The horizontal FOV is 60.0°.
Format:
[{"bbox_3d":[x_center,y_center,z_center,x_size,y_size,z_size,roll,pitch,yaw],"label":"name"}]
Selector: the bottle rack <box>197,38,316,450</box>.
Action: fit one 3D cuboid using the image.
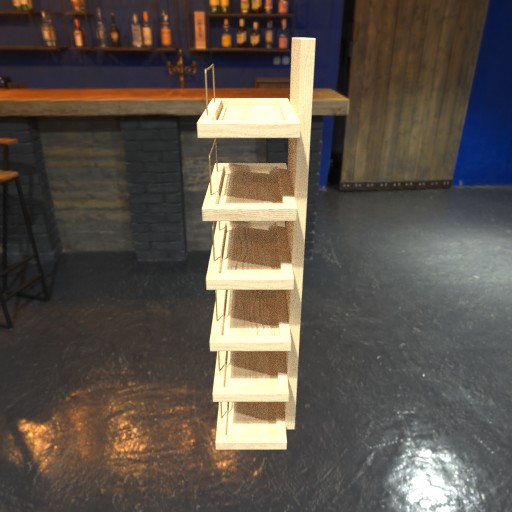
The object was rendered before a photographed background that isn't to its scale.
[{"bbox_3d":[0.000,0.000,1.069,0.206,0.943,0.330,0,27,0],"label":"bottle rack"}]
